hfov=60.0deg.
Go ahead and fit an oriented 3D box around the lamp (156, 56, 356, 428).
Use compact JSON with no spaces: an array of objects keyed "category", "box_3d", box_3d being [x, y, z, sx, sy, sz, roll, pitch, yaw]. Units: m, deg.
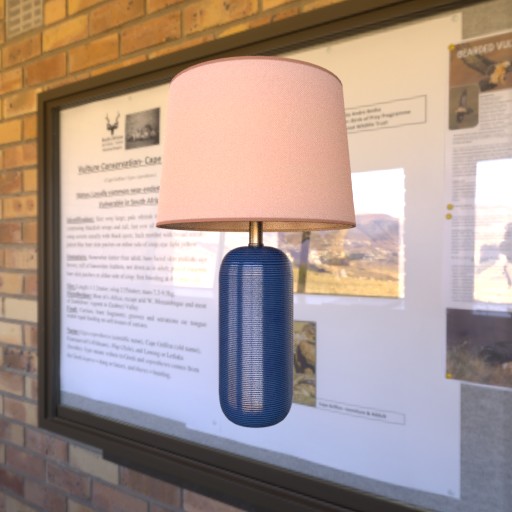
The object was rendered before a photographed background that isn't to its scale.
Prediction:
[{"category":"lamp","box_3d":[0.000,0.000,0.833,0.367,0.609,0.367,0,1,0]}]
